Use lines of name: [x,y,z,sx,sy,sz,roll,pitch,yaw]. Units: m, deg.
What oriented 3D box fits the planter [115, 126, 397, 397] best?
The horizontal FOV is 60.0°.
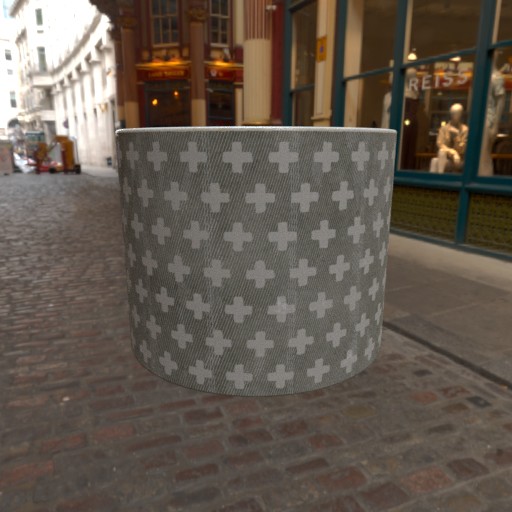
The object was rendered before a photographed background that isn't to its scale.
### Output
planter: [0.000,0.000,0.441,0.250,0.239,0.250,0,14,0]
